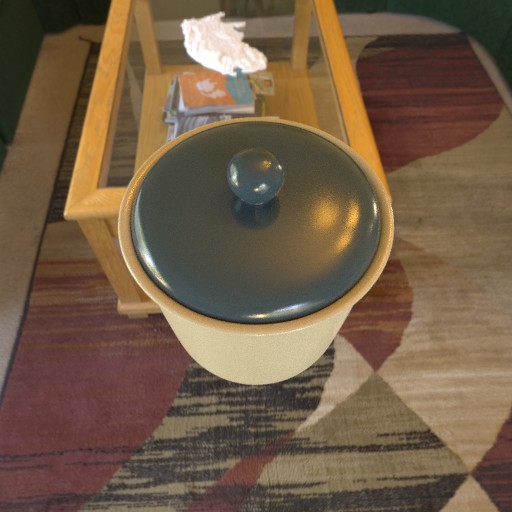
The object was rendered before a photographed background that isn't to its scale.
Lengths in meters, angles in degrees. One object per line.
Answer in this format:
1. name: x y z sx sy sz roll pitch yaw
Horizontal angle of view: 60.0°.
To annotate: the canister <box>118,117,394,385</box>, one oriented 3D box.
1. canister: 0.000 0.000 0.344 0.182 0.208 0.182 0 57 0
